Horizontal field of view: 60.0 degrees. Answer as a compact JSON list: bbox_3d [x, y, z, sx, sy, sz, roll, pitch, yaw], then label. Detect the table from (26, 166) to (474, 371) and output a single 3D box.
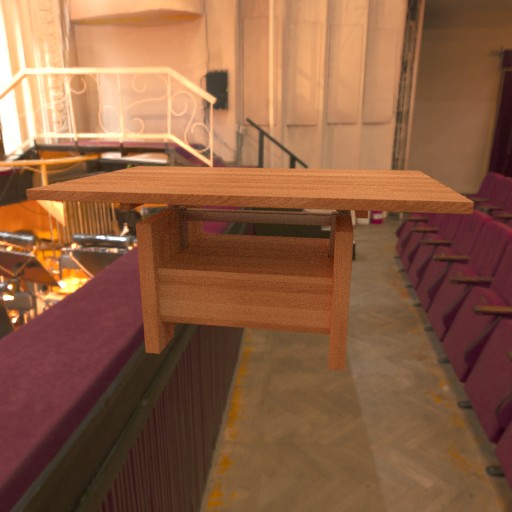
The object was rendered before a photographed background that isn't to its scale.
[{"bbox_3d":[0.000,0.000,1.471,1.100,0.510,0.700,3,17,10],"label":"table"}]
